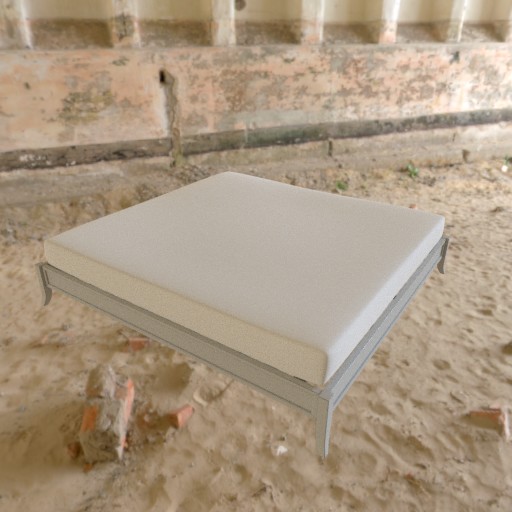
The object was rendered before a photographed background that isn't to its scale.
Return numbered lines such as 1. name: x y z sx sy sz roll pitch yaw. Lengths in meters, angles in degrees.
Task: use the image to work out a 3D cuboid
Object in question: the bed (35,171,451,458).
1. bed: 0.000 0.000 3.052 2.108 0.510 2.007 17 31 31
